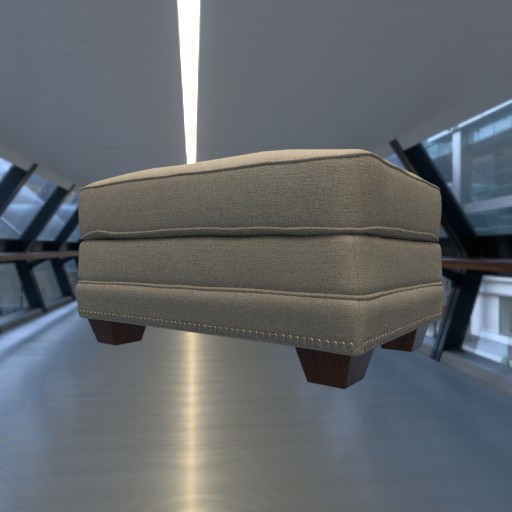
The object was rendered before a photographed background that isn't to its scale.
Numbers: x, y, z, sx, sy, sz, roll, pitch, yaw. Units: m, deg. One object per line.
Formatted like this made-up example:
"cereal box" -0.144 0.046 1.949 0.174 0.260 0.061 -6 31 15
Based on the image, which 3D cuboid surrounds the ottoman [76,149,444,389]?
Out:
"ottoman" 0.000 0.000 1.144 0.813 0.458 0.559 0 0 36
